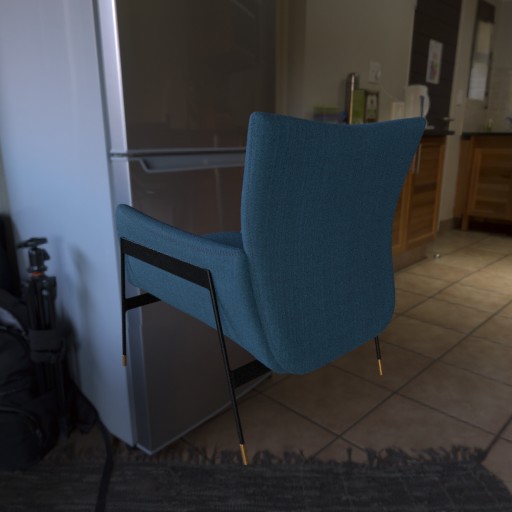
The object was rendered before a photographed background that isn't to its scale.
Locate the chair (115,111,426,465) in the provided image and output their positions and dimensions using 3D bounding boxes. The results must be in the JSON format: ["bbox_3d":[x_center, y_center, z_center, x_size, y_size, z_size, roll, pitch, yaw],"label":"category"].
[{"bbox_3d":[0.000,0.000,1.435,0.678,0.859,0.769,-14,22,-41],"label":"chair"}]
